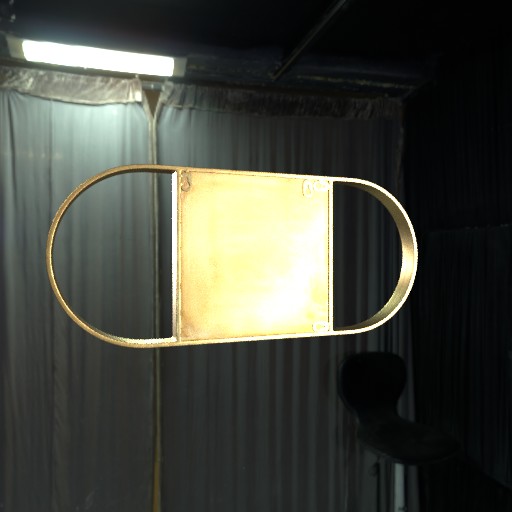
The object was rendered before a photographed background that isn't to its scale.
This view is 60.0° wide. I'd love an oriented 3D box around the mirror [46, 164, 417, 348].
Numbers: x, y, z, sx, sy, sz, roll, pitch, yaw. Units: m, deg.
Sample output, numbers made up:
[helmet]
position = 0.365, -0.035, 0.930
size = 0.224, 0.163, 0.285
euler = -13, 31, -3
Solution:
[mirror]
position = 0.000, 0.000, 0.681
size = 0.584, 0.254, 0.032
euler = 0, 0, -20
